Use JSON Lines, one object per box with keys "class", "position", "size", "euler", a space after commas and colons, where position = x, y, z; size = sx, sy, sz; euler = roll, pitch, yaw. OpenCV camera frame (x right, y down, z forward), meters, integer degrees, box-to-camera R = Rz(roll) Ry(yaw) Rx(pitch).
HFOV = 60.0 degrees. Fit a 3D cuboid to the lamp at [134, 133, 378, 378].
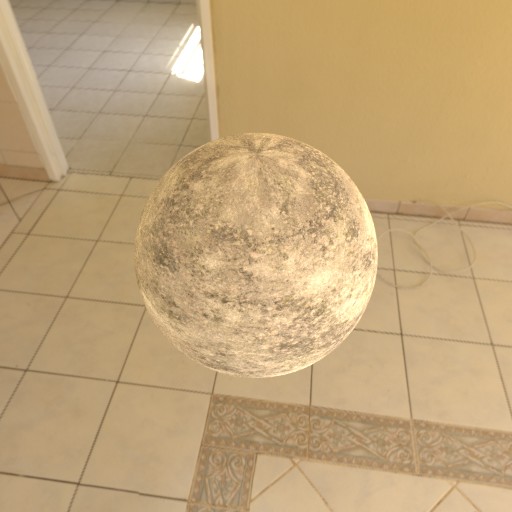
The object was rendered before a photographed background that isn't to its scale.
{"class": "lamp", "position": [0.000, 0.000, 0.797], "size": [0.422, 0.429, 0.422], "euler": [0, 46, 0]}
